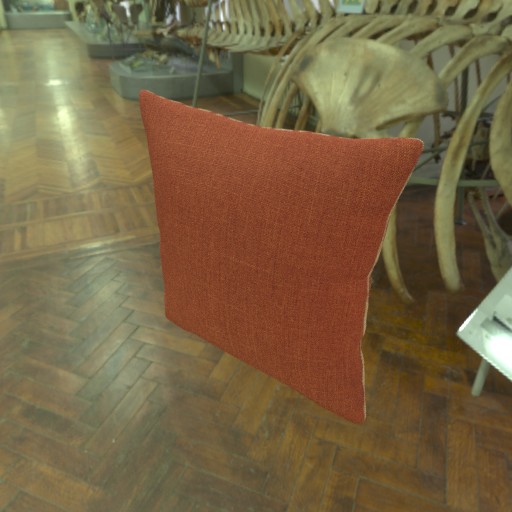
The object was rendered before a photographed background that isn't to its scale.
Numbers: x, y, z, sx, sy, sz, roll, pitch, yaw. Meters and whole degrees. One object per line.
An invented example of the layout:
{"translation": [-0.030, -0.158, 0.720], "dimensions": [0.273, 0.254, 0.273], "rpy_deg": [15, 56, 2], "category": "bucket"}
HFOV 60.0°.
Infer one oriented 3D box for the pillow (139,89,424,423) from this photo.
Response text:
{"translation": [0.000, 0.000, 0.666], "dimensions": [0.429, 0.434, 0.159], "rpy_deg": [20, 36, 30], "category": "pillow"}
